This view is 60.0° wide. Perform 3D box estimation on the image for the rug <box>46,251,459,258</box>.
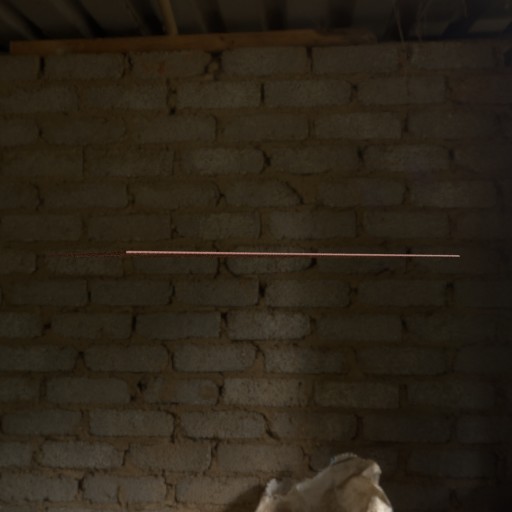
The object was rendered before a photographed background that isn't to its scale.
[{"bbox_3d":[0.000,0.000,2.348,1.828,0.007,1.217,0,-1,-35],"label":"rug"}]
